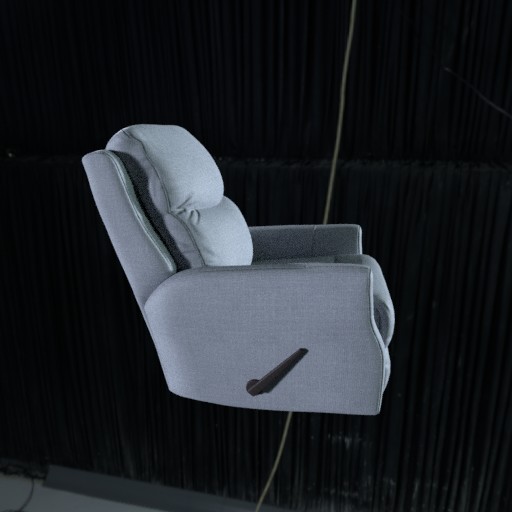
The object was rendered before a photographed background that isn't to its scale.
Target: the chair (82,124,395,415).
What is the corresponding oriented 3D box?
[{"bbox_3d":[0.000,0.000,1.813,1.080,1.030,0.829,3,16,9],"label":"chair"}]
